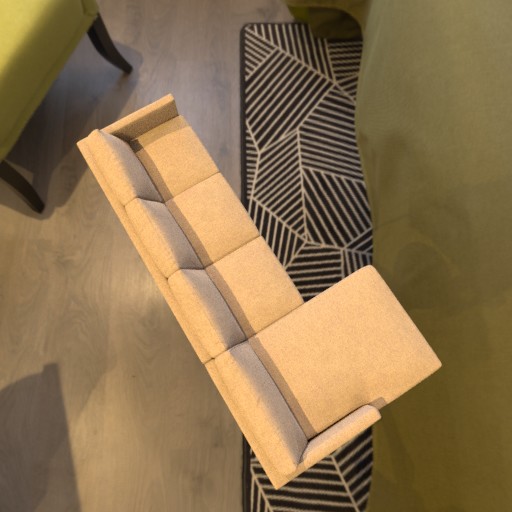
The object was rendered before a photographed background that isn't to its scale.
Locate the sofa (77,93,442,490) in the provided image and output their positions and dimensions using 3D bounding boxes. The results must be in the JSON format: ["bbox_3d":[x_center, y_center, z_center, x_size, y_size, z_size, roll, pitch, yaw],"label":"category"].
[{"bbox_3d":[0.000,0.000,3.798,1.638,0.920,3.198,-31,78,-8],"label":"sofa"}]
